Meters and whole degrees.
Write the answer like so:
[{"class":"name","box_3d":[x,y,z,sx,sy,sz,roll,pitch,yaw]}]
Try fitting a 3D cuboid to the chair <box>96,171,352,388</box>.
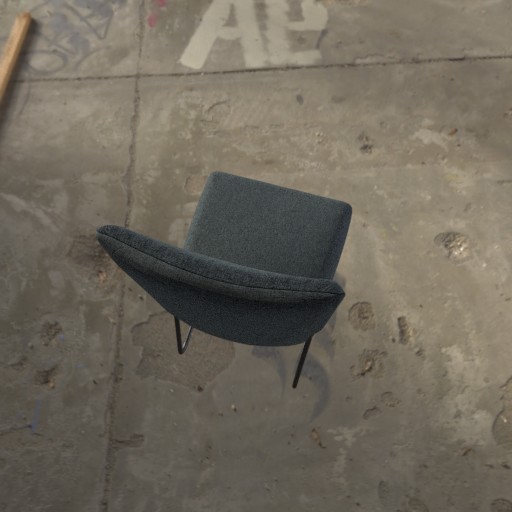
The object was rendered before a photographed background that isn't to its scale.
[{"class":"chair","box_3d":[0.000,0.000,1.259,0.480,0.931,0.635,15,64,7]}]
